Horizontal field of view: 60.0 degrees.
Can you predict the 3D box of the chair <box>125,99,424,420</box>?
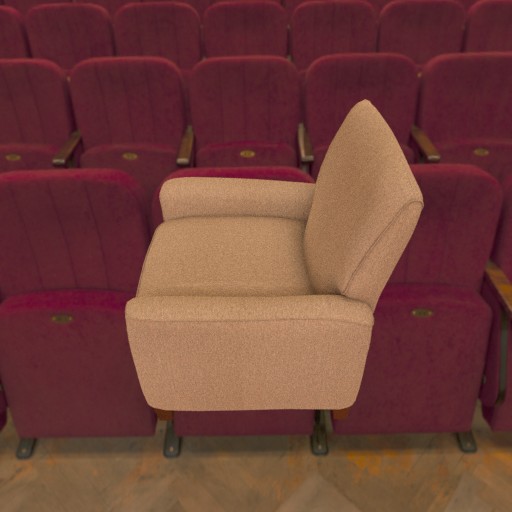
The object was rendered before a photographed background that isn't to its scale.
[{"bbox_3d":[0.000,0.000,1.661,0.864,1.014,0.848,0,39,0],"label":"chair"}]
